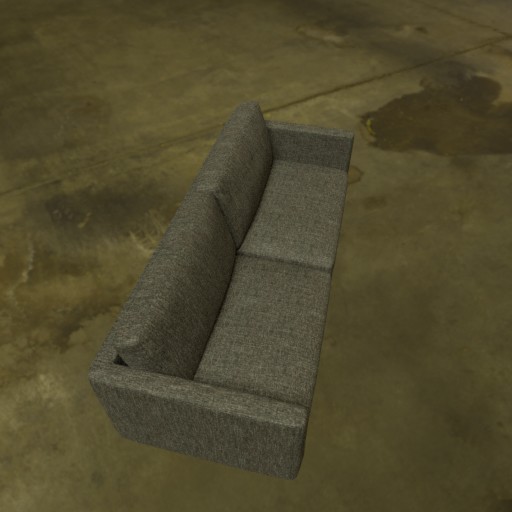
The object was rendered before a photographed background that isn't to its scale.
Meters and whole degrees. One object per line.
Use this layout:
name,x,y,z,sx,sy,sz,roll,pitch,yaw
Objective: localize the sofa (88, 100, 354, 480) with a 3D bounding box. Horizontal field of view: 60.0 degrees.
sofa,0.000,0.000,2.671,0.948,0.960,2.208,10,47,9
